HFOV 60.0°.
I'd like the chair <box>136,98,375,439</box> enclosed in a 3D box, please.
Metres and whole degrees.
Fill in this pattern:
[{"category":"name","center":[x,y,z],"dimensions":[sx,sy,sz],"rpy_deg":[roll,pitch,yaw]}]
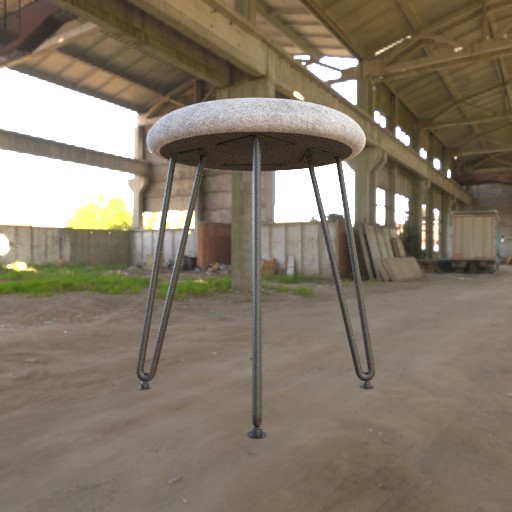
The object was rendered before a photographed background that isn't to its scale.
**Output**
[{"category":"chair","center":[0.000,0.000,0.646],"dimensions":[0.350,0.386,0.350],"rpy_deg":[0,1,0]}]
